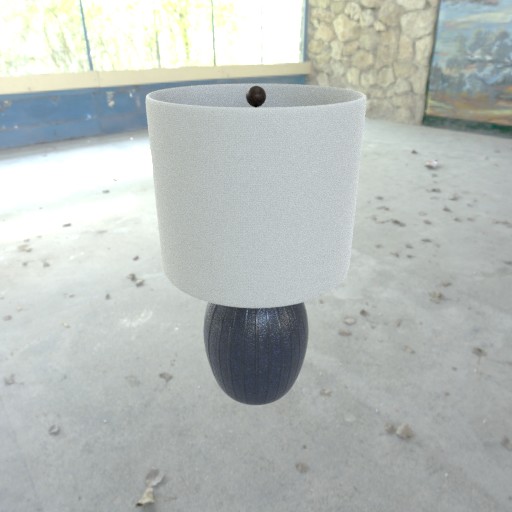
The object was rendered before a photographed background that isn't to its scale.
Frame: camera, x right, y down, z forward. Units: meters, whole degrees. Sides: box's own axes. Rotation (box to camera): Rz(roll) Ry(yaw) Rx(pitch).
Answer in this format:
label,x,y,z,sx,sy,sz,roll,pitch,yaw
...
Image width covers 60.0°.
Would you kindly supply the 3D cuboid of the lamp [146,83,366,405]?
label,x,y,z,sx,sy,sz,roll,pitch,yaw
lamp,0.000,0.000,0.792,0.329,0.570,0.329,-19,32,-33
